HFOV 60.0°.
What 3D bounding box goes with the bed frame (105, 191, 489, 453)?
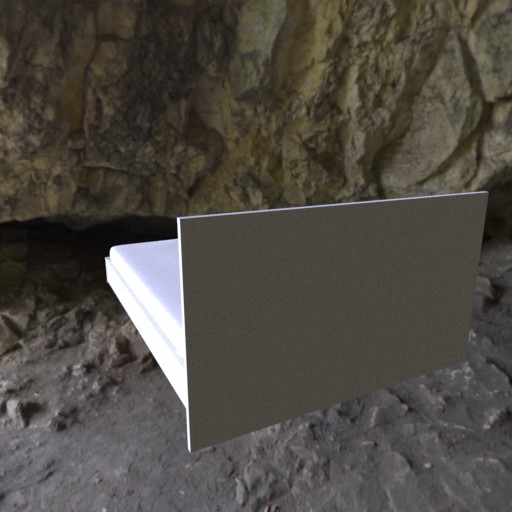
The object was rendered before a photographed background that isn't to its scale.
[{"bbox_3d":[0.000,0.000,3.016,1.711,1.001,2.100,-8,17,-26],"label":"bed frame"}]
